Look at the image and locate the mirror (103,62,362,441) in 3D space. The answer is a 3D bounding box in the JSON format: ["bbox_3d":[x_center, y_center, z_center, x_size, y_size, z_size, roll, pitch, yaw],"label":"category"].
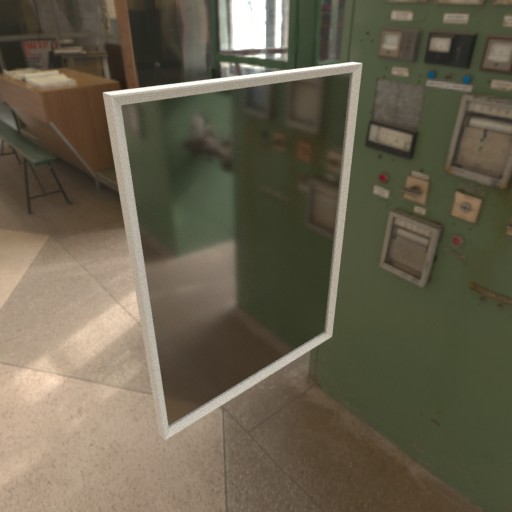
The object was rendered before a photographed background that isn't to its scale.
[{"bbox_3d":[0.000,0.000,1.331,0.762,1.016,0.041,-23,37,-34],"label":"mirror"}]
